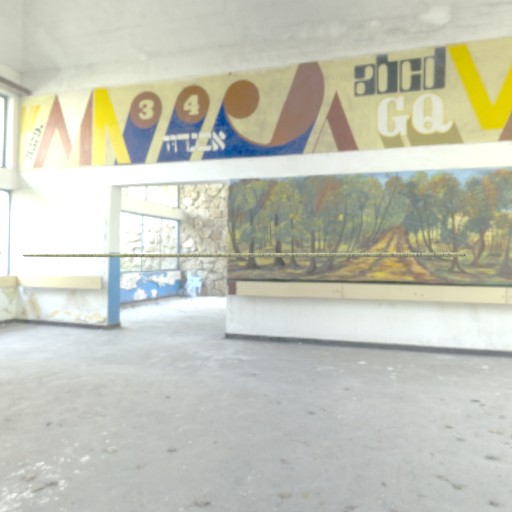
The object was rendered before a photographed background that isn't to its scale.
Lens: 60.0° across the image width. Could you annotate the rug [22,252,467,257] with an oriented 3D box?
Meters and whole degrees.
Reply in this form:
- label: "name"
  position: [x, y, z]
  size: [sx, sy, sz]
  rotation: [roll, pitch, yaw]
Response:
- label: "rug"
  position: [0.000, 0.000, 2.307]
  size: [1.846, 0.014, 1.243]
  rotation: [0, 0, 18]
